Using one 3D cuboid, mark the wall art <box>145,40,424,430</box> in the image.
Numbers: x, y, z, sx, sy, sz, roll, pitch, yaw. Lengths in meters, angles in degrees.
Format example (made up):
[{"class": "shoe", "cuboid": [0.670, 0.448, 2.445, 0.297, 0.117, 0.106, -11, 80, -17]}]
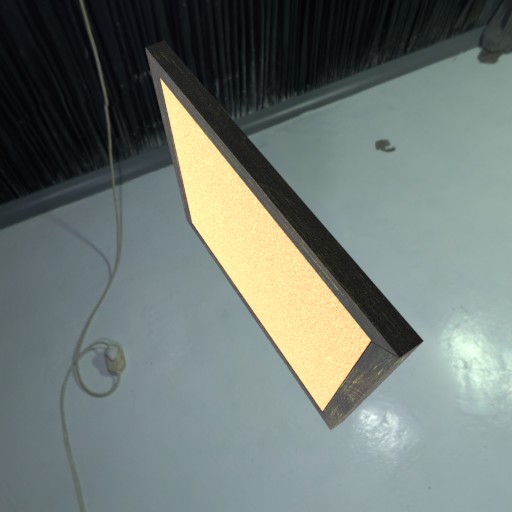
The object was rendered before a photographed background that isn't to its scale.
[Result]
[{"class": "wall art", "cuboid": [0.000, 0.000, 0.745, 0.032, 0.457, 0.558, -29, 64, -16]}]
